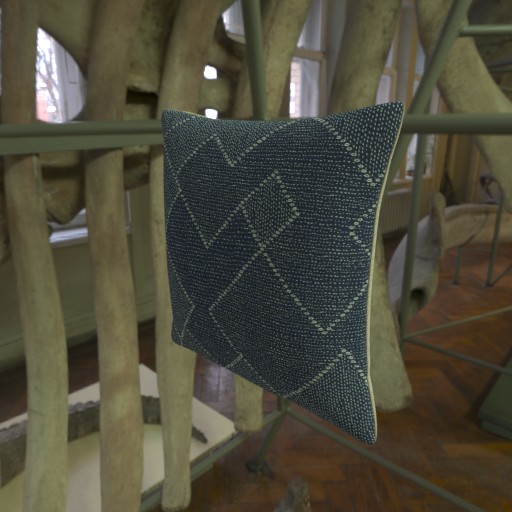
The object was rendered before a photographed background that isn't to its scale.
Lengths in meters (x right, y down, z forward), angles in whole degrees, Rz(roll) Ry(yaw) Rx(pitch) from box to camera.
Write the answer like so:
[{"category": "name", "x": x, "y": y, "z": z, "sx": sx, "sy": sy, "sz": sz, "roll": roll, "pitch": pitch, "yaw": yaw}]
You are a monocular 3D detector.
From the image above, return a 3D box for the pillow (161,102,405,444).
[{"category": "pillow", "x": 0.000, "y": 0.000, "z": 0.667, "sx": 0.435, "sy": 0.428, "sz": 0.148, "roll": 15, "pitch": 22, "yaw": 41}]
